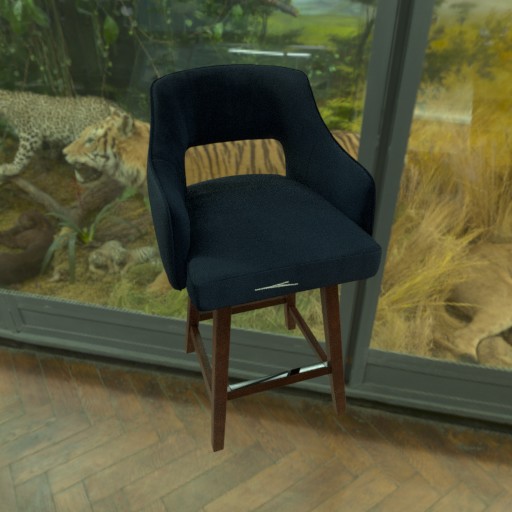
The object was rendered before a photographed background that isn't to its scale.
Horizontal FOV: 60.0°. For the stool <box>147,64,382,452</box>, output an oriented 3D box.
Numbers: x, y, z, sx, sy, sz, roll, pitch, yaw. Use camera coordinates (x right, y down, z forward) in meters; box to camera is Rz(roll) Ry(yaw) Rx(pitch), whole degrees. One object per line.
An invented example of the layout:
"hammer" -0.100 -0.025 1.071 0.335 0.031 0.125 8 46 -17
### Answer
"stool" 0.000 0.000 1.272 0.550 0.940 0.560 -10 34 -15
